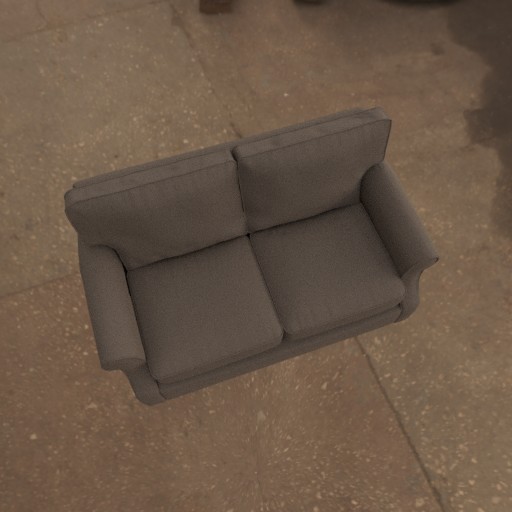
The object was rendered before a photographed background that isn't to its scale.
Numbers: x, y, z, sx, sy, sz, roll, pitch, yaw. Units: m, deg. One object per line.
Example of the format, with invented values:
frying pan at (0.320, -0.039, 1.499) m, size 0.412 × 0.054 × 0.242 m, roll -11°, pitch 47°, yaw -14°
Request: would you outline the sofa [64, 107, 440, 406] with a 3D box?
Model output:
sofa at (0.000, 0.000, 2.260) m, size 1.665 × 0.937 × 0.964 m, roll -17°, pitch 65°, yaw -8°
